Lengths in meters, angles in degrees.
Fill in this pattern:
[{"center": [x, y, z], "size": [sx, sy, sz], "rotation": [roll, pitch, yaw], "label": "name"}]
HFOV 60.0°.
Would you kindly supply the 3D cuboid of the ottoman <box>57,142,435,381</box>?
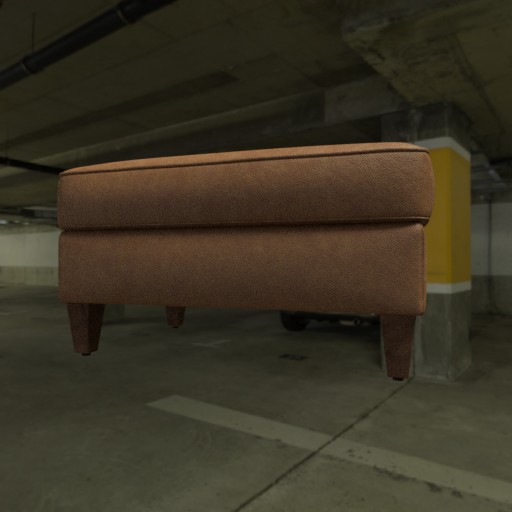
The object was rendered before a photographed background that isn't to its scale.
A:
[{"center": [0.000, 0.000, 1.182], "size": [0.864, 0.483, 0.584], "rotation": [0, 0, 18], "label": "ottoman"}]
